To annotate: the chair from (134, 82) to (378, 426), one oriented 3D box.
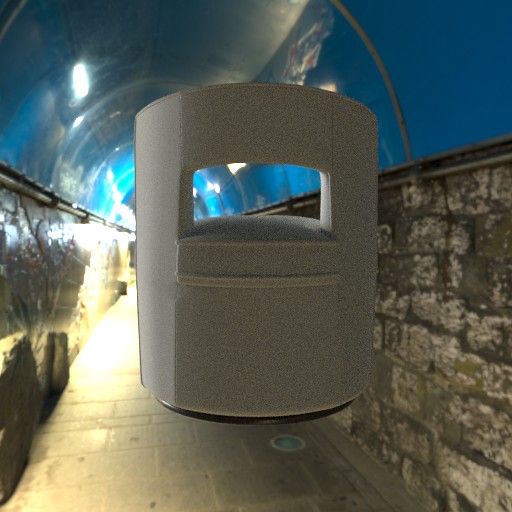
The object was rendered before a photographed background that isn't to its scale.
[{"bbox_3d":[0.000,0.000,1.219,0.650,0.723,0.665,0,1,-1],"label":"chair"}]
